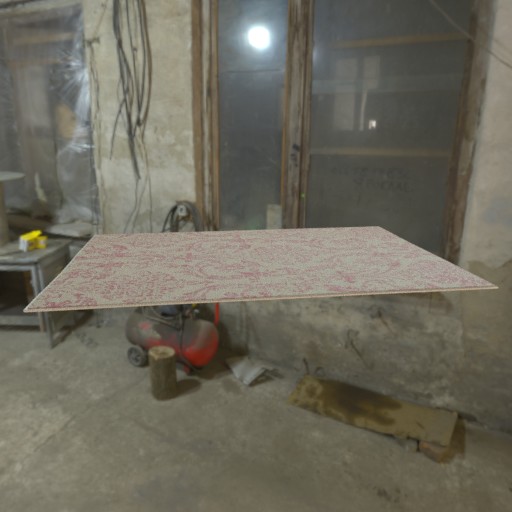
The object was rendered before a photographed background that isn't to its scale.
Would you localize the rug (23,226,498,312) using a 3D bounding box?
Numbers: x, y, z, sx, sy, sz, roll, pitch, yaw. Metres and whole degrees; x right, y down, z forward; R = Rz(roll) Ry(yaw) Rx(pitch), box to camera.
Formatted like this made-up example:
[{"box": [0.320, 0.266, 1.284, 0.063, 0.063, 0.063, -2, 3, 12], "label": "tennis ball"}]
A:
[{"box": [0.000, 0.000, 2.276, 1.839, 0.012, 1.219, -2, 16, -8], "label": "rug"}]
